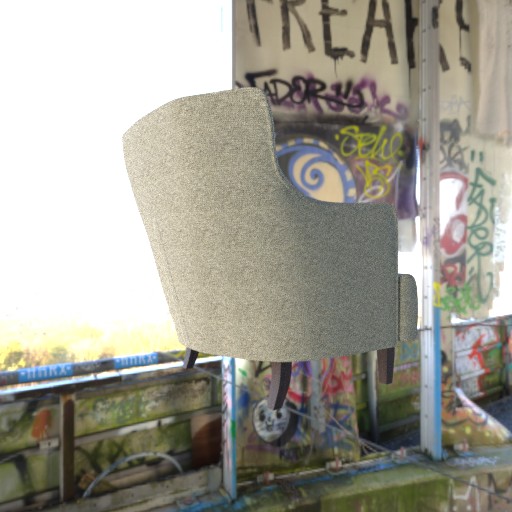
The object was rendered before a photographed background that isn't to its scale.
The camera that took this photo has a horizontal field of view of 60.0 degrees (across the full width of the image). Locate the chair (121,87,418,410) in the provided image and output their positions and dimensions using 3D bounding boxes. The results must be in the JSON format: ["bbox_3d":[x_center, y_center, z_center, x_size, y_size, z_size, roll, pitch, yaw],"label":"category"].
[{"bbox_3d":[0.000,0.000,1.681,0.910,0.920,0.820,0,0,-35],"label":"chair"}]
